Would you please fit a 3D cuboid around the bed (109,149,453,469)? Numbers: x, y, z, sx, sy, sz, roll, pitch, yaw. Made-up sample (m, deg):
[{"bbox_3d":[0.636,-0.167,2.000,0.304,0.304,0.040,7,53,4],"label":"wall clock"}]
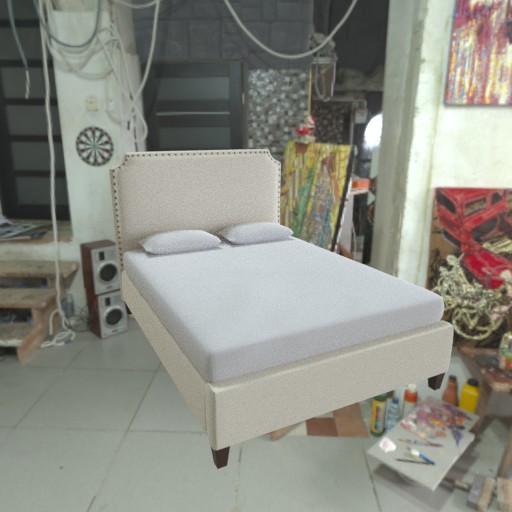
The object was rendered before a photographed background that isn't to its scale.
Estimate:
[{"bbox_3d":[0.000,0.000,3.426,1.712,1.497,2.372,-8,18,-26],"label":"bed"}]
